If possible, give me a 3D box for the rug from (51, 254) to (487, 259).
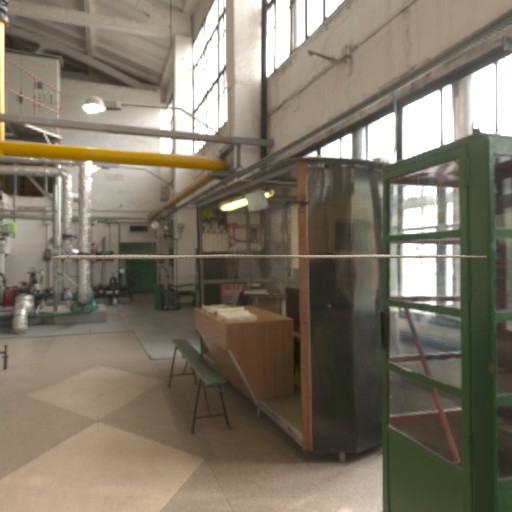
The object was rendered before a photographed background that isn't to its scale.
[{"bbox_3d":[0.000,0.000,2.321,1.829,0.013,1.220,0,0,-19],"label":"rug"}]
